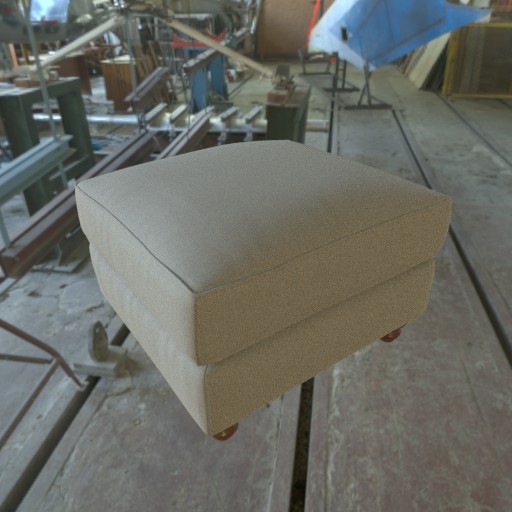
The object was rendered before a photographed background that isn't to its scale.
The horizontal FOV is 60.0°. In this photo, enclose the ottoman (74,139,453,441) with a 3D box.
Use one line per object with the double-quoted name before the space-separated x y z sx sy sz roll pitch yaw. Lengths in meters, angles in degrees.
"ottoman" 0.000 0.000 1.161 0.716 0.505 0.662 -20 35 -31
